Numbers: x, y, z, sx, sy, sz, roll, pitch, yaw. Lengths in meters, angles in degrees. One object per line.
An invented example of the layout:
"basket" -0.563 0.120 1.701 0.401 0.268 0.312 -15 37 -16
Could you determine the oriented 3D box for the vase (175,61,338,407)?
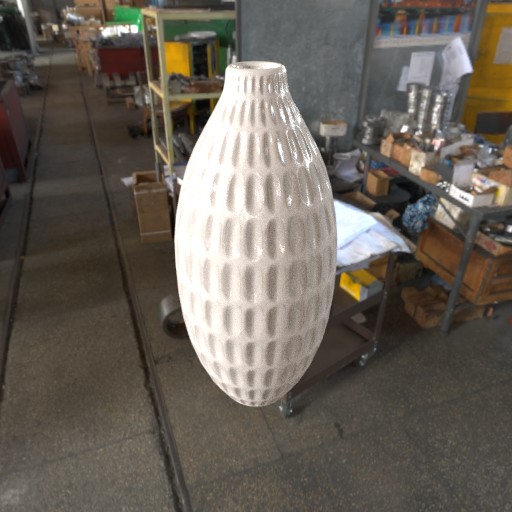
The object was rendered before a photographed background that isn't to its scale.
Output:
"vase" 0.000 0.000 0.353 0.127 0.282 0.127 0 31 0
